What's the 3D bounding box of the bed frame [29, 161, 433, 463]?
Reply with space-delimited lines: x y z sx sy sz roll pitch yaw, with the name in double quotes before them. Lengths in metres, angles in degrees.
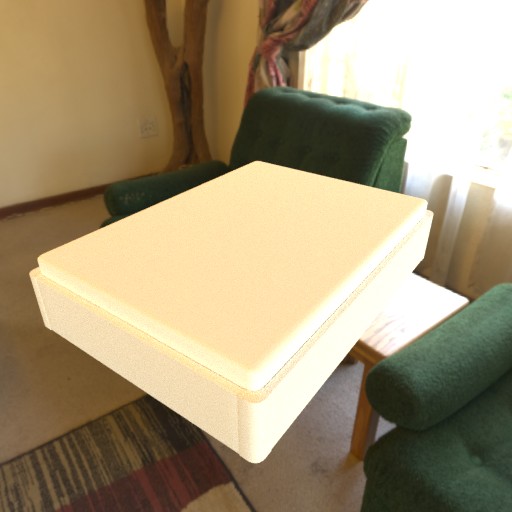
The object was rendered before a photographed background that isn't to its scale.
"bed frame" 0.000 0.000 2.528 1.400 0.406 1.900 20 36 31
